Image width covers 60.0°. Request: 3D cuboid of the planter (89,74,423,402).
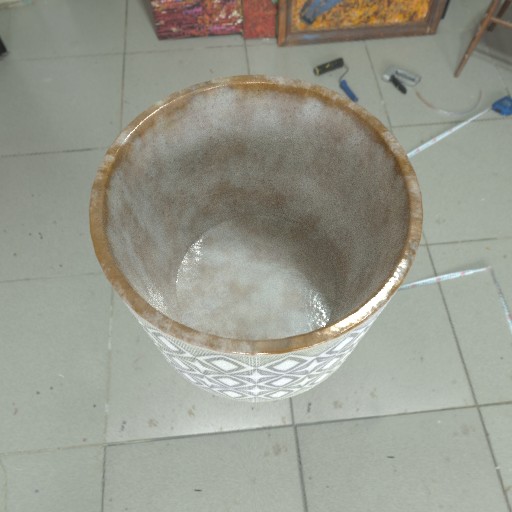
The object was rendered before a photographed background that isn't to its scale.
[{"bbox_3d":[0.000,0.000,0.440,0.255,0.223,0.255,0,63,0],"label":"planter"}]
